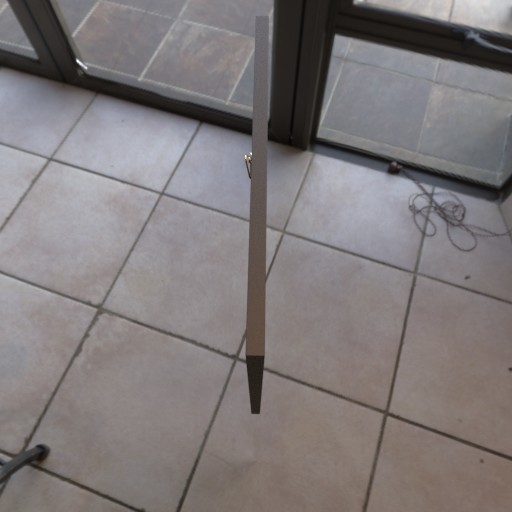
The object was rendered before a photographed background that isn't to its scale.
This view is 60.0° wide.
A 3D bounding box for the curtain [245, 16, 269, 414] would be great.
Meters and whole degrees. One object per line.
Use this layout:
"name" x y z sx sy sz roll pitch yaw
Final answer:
"curtain" 0.000 0.000 0.796 0.027 0.585 0.483 1 65 0
